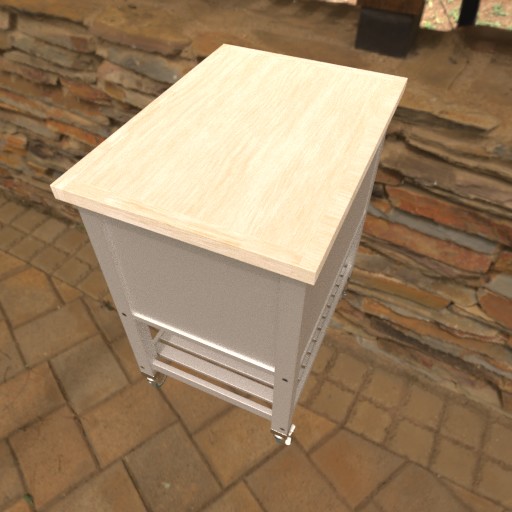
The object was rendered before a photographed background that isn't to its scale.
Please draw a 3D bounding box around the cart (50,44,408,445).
[{"bbox_3d":[0.000,0.000,1.376,0.559,0.914,0.762,18,50,16],"label":"cart"}]
